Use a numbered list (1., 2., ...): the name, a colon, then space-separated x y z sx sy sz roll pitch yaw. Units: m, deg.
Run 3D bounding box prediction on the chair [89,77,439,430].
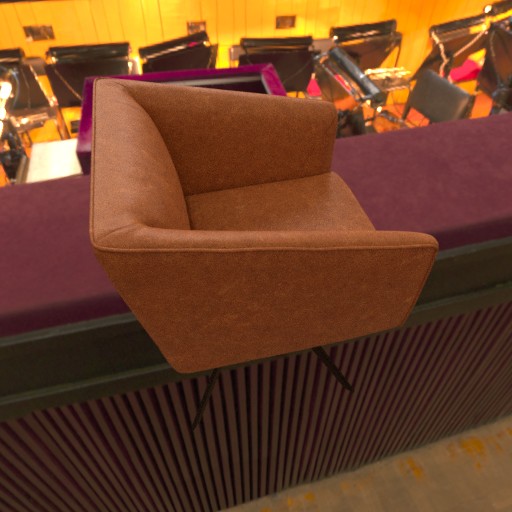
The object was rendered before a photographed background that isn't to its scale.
1. chair: 0.000 0.000 1.140 0.625 0.760 0.588 -10 47 -9
